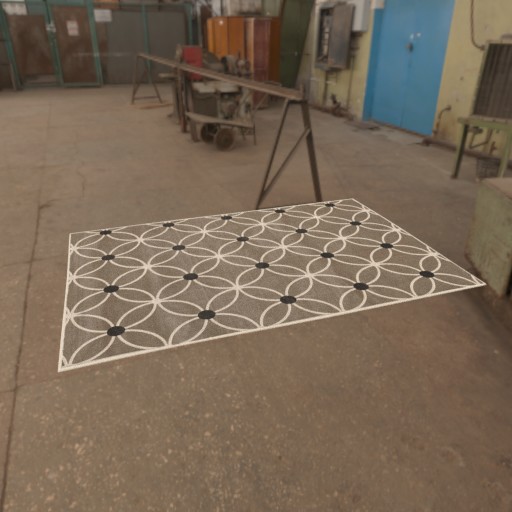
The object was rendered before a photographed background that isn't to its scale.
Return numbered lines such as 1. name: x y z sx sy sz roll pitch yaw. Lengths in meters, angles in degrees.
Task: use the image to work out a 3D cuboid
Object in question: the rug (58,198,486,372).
1. rug: 0.000 0.000 2.841 2.284 0.008 1.522 -9 28 -17
